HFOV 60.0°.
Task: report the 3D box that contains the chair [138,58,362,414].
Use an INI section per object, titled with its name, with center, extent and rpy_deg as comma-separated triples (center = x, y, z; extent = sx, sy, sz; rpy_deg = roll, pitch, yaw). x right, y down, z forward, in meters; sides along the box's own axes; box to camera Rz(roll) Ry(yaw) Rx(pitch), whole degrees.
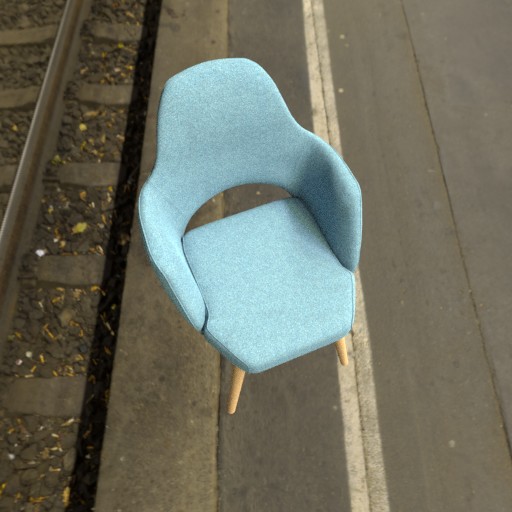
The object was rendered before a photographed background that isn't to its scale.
[chair]
center = 0.000, 0.000, 1.349
extent = 0.589, 0.920, 0.666
rpy_deg = -20, 64, -10
